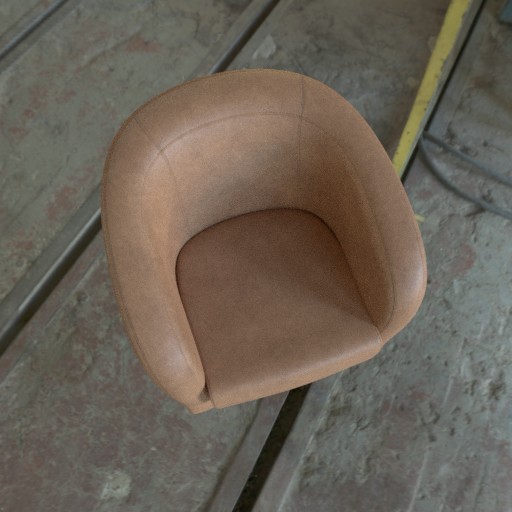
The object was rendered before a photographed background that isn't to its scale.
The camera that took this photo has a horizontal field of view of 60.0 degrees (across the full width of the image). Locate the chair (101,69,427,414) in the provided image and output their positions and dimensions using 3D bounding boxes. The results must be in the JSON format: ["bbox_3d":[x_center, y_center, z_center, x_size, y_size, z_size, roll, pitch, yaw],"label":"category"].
[{"bbox_3d":[0.000,0.000,1.401,0.791,0.771,0.815,-16,65,-8],"label":"chair"}]
